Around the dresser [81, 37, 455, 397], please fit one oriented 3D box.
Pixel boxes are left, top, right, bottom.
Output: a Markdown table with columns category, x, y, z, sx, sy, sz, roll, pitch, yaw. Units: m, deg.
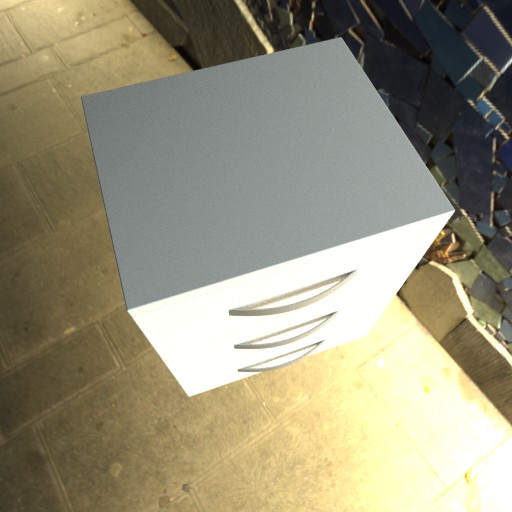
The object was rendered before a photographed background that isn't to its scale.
| category | x | y | z | sx | sy | sz | roll | pitch | yaw |
| --- | --- | --- | --- | --- | --- | --- | --- | --- | --- |
| dresser | 0.000 | 0.000 | 0.822 | 0.400 | 0.560 | 0.360 | -17 | 63 | -9 |
